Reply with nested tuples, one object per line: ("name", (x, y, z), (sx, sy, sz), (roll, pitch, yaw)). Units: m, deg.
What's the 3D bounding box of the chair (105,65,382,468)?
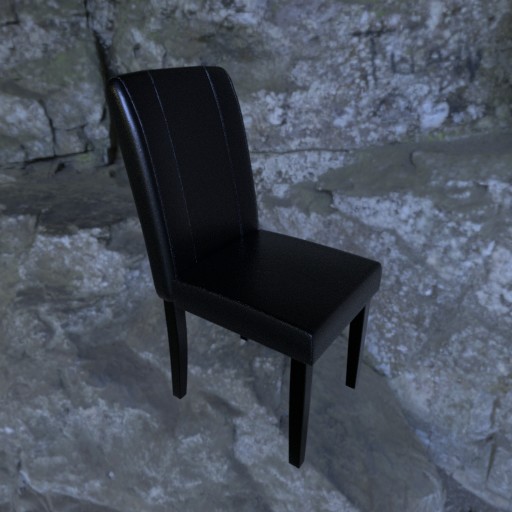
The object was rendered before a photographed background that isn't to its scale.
("chair", (0.000, 0.000, 1.170), (0.556, 0.897, 0.399), (18, 32, 31))
